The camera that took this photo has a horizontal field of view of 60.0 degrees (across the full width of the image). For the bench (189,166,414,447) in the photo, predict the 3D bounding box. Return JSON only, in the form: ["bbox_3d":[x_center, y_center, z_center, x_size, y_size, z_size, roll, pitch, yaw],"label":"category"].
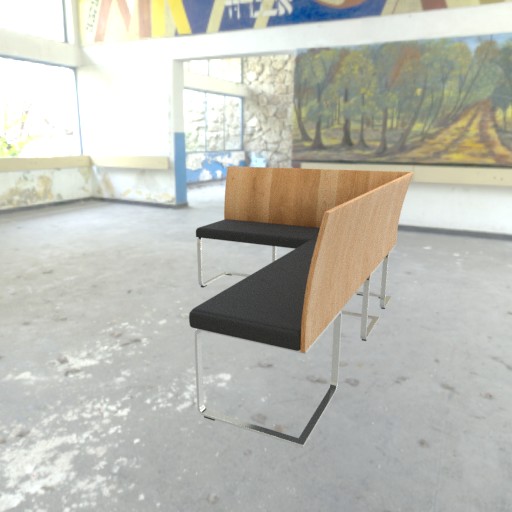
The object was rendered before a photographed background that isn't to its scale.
[{"bbox_3d":[0.000,0.000,2.700,1.495,0.930,1.945,7,17,26],"label":"bench"}]
